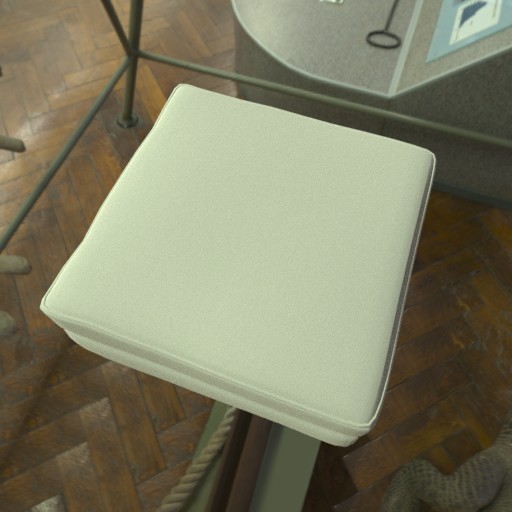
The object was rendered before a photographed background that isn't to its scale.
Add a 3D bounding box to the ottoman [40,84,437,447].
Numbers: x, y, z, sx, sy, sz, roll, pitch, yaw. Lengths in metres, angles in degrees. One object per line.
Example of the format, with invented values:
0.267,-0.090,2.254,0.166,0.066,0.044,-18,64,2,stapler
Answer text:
0.000,0.000,1.329,0.838,0.479,0.838,18,64,9,ottoman
